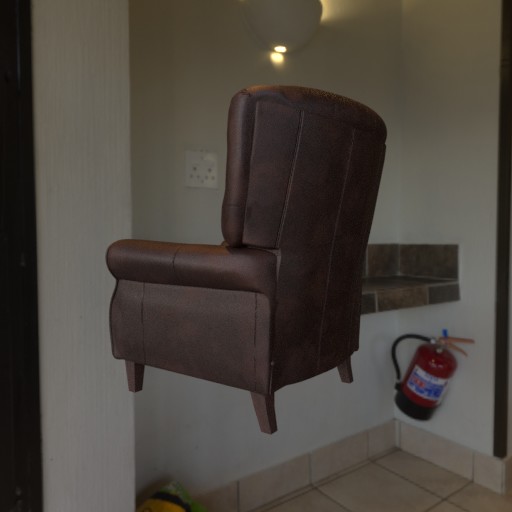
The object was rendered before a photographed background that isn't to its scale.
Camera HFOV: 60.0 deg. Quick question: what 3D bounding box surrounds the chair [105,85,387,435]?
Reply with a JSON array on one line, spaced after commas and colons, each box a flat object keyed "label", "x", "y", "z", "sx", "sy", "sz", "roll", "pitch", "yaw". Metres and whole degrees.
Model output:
[{"label": "chair", "x": 0.000, "y": 0.000, "z": 1.902, "sx": 1.058, "sy": 1.158, "sz": 0.948, "roll": 2, "pitch": 3, "yaw": 36}]
